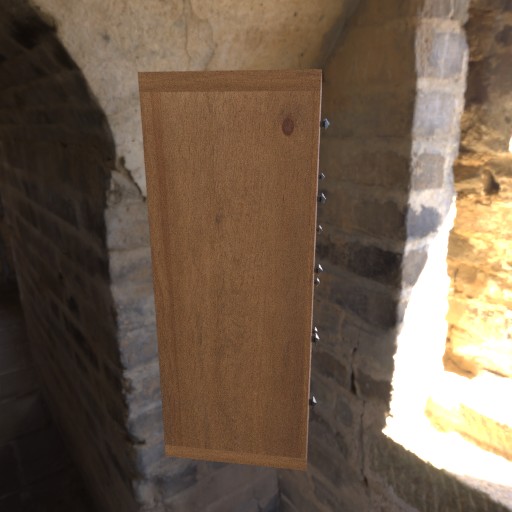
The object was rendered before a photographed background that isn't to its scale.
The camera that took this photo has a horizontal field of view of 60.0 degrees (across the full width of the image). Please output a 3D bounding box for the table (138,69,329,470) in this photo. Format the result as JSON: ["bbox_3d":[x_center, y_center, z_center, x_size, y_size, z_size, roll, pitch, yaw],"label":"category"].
[{"bbox_3d":[0.000,0.000,1.783,0.524,1.294,0.901,2,17,8],"label":"table"}]
